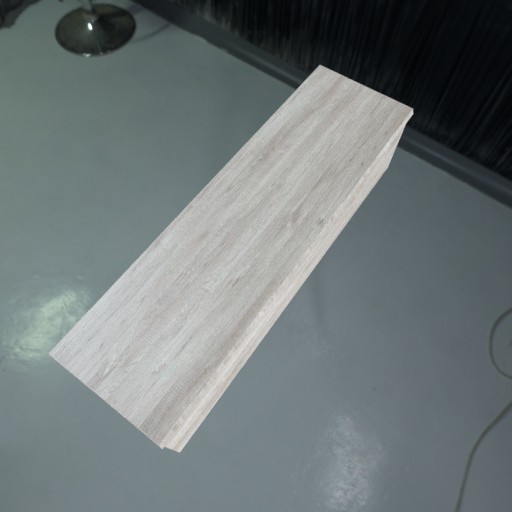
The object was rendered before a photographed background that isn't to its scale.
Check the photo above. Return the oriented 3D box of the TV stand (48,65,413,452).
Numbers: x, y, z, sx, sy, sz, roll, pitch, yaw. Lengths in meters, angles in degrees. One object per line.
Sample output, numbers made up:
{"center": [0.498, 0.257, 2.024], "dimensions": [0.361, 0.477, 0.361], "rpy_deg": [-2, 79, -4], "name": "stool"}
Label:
{"center": [0.000, 0.000, 1.579], "dimensions": [0.401, 0.565, 1.313], "rpy_deg": [32, 67, 15], "name": "TV stand"}
